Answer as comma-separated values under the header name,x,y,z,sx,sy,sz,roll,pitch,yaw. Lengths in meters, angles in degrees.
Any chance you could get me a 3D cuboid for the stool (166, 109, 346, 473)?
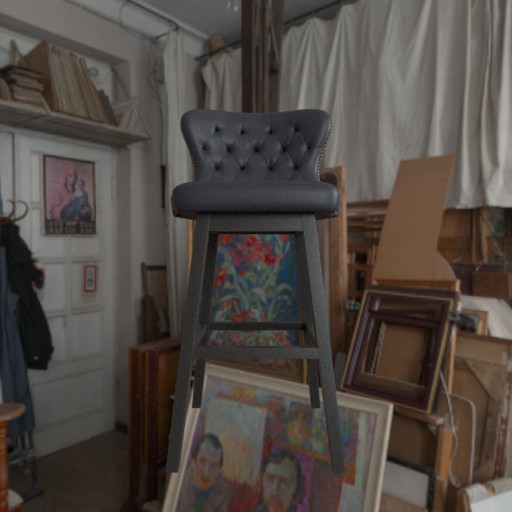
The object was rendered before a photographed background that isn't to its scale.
name,x,y,z,sx,sy,sz,roll,pitch,yaw
stool,0.000,0.000,1.374,0.528,1.050,0.601,0,1,0
